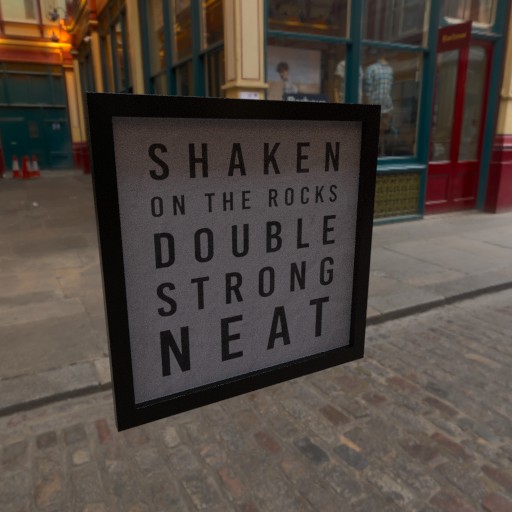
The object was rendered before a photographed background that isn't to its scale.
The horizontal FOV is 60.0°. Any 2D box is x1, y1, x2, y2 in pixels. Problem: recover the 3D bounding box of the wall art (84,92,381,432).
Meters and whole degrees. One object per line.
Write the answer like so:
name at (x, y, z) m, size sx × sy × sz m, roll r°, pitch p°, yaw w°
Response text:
wall art at (0.000, 0.000, 0.523) m, size 0.349 × 0.349 × 0.014 m, roll -8°, pitch 17°, yaw -28°
